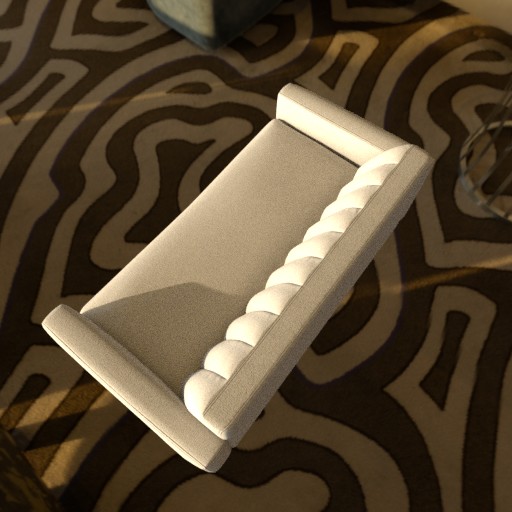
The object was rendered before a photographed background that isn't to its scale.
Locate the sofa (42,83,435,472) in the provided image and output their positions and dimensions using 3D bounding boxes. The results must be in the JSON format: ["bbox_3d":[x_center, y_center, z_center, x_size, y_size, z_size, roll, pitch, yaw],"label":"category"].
[{"bbox_3d":[0.000,0.000,2.337,0.969,0.814,1.895,34,68,16],"label":"sofa"}]
